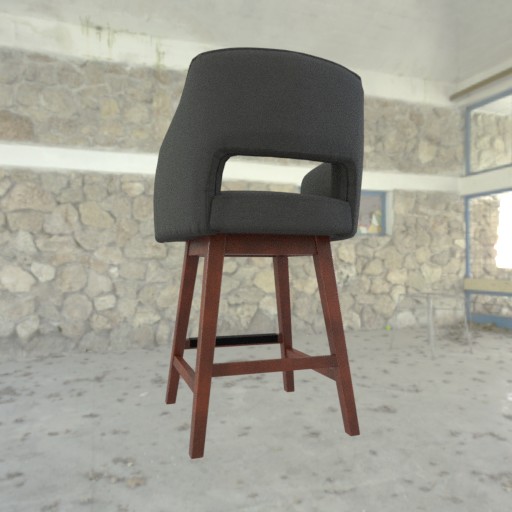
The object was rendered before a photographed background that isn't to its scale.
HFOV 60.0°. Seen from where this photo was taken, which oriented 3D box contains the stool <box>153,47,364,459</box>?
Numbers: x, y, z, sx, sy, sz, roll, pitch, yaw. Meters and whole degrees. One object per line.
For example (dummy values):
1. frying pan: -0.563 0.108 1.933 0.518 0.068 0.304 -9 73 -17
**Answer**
1. stool: 0.000 0.000 1.235 0.548 0.912 0.558 0 -1 -19
